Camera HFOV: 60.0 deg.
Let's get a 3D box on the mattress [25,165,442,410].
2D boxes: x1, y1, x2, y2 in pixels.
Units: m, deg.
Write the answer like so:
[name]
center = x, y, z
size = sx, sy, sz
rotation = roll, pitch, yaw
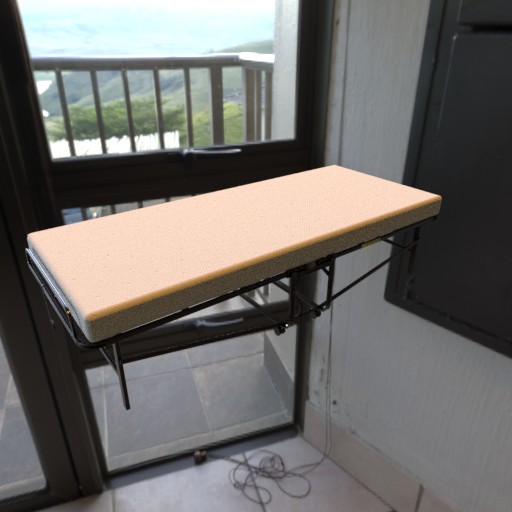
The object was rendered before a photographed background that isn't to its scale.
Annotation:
[mattress]
center = 0.000, 0.000, 2.469
size = 2.153, 0.519, 0.922
rotation = -19, 32, -32
